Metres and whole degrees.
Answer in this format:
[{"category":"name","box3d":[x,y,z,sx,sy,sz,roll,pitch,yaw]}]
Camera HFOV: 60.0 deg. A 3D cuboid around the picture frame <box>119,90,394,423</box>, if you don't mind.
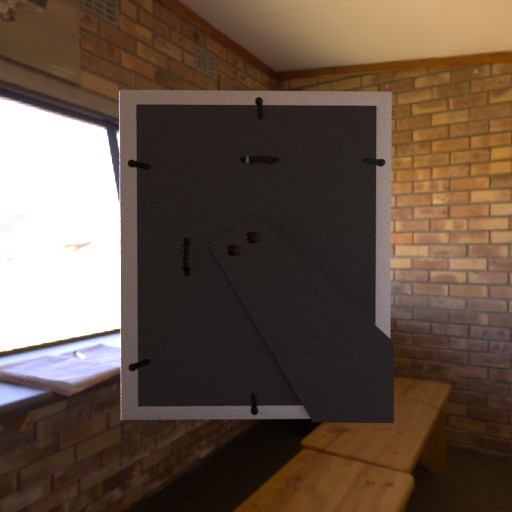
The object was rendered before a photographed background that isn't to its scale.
[{"category":"picture frame","box3d":[0.000,0.000,0.388,0.233,0.282,0.036,0,1,-1]}]
